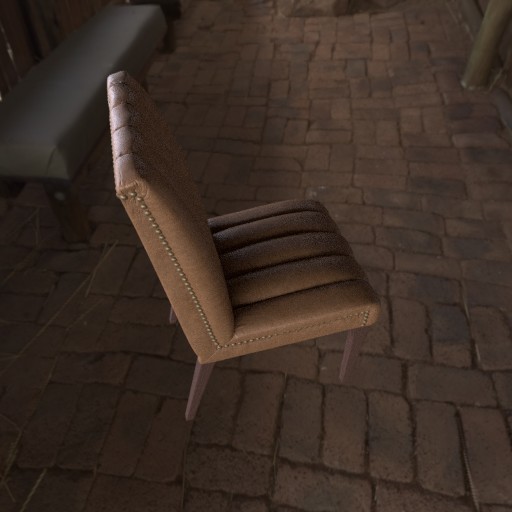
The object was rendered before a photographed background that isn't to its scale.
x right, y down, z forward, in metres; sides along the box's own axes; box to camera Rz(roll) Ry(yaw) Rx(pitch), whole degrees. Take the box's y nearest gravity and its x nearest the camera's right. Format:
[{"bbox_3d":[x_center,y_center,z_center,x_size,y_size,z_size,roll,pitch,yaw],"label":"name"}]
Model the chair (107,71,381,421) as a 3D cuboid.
[{"bbox_3d":[0.000,0.000,1.348,0.647,1.016,0.511,-11,47,-11],"label":"chair"}]
